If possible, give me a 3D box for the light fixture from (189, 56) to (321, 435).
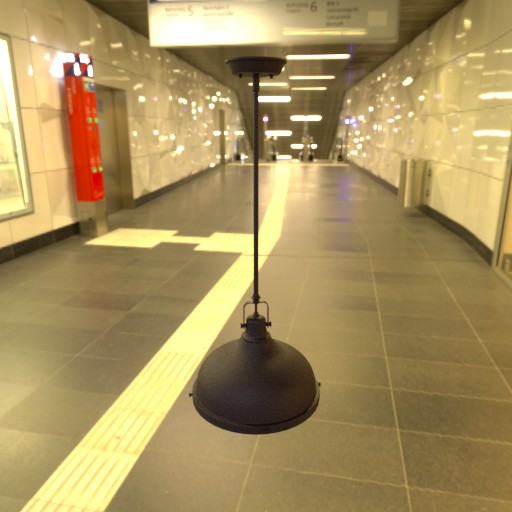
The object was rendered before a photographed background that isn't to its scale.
[{"bbox_3d":[0.000,0.000,1.045,0.341,0.849,0.341,-2,16,-8],"label":"light fixture"}]
